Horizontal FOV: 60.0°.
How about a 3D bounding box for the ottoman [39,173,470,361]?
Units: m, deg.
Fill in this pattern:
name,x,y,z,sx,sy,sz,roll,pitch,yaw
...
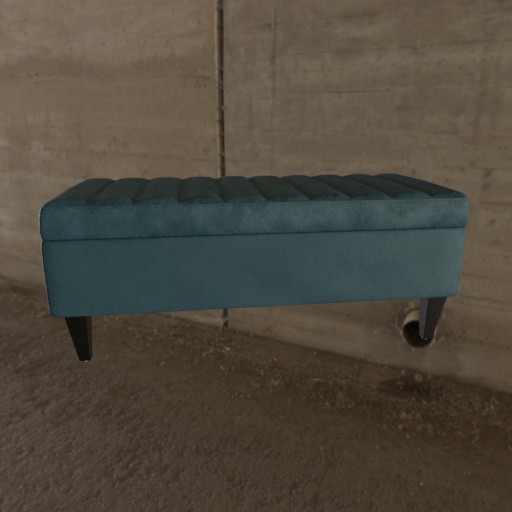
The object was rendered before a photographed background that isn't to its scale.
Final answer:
name,x,y,z,sx,sy,sz,roll,pitch,yaw
ottoman,0.000,0.000,1.425,1.151,0.469,0.482,-2,17,-7
